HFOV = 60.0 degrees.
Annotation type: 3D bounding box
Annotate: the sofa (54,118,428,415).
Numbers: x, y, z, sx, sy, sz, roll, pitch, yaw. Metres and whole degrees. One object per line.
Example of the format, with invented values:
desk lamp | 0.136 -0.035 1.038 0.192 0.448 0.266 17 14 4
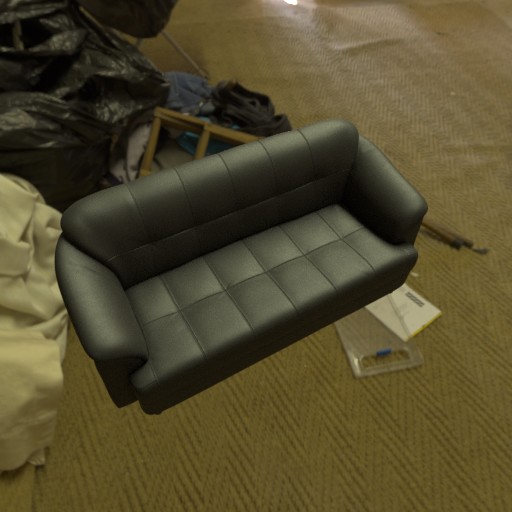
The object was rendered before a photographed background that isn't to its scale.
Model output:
sofa | 0.000 0.000 2.285 1.829 0.811 0.800 -23 51 -20
